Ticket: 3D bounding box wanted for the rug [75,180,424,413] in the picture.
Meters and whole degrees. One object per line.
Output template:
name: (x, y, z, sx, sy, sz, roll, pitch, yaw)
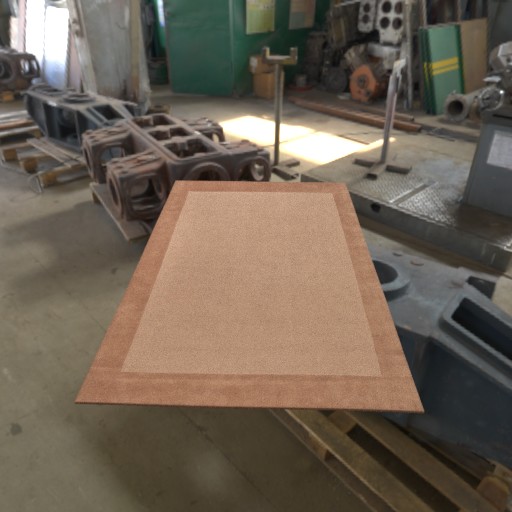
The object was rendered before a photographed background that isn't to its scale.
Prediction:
rug: (0.000, 0.000, 2.948, 1.524, 0.014, 2.438, 1, 33, 1)
